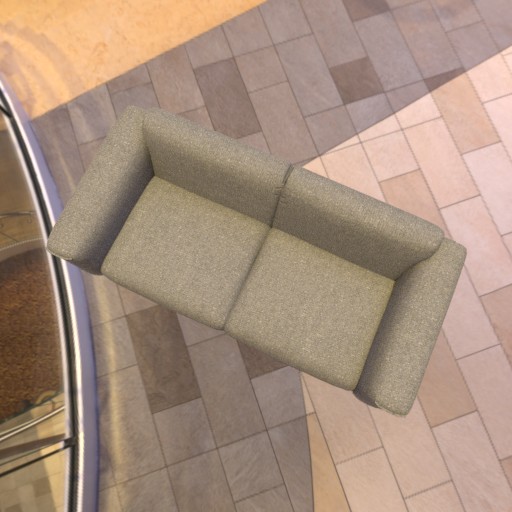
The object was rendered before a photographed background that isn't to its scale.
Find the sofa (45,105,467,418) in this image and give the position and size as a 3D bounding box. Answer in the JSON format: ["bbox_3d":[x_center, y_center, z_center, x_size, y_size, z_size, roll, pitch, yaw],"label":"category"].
[{"bbox_3d":[0.000,0.000,2.571,2.125,0.703,0.985,24,78,6],"label":"sofa"}]
